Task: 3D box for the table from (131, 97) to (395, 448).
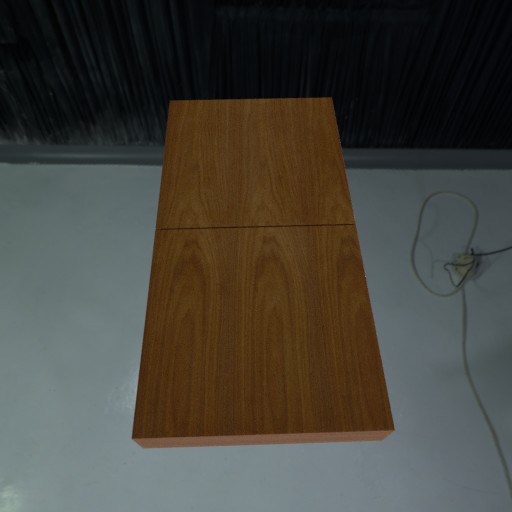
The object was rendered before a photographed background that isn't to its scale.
[{"bbox_3d":[0.000,0.000,1.485,0.610,0.330,1.194,-1,57,-1],"label":"table"}]
